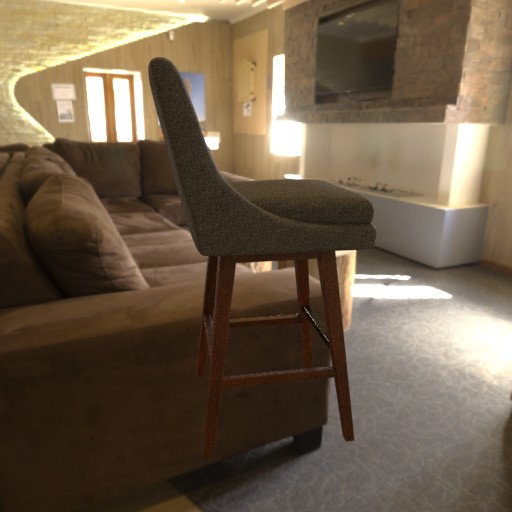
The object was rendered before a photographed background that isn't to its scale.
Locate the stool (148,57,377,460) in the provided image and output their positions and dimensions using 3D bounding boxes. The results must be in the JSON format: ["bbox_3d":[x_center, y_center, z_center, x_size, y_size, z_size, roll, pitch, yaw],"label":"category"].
[{"bbox_3d":[0.000,0.000,1.361,0.572,1.068,0.489,-3,17,-10],"label":"stool"}]
